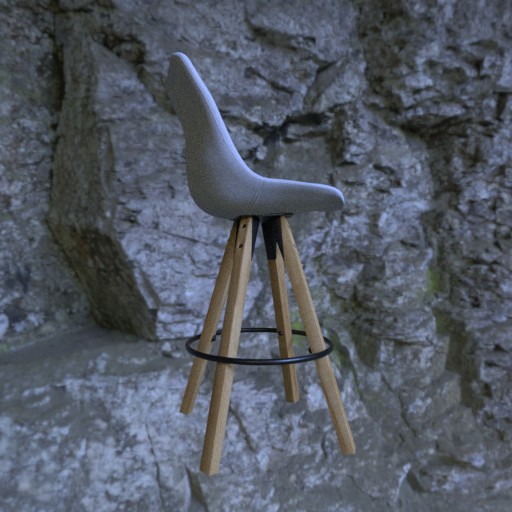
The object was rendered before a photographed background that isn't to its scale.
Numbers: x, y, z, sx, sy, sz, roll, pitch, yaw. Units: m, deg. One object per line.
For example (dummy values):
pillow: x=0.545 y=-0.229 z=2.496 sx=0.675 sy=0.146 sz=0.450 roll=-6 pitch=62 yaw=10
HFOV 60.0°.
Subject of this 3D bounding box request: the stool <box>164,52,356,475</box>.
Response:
stool: x=0.000 y=0.000 z=1.398 sx=0.550 sy=1.115 sz=0.484 roll=0 pitch=1 yaw=-17
